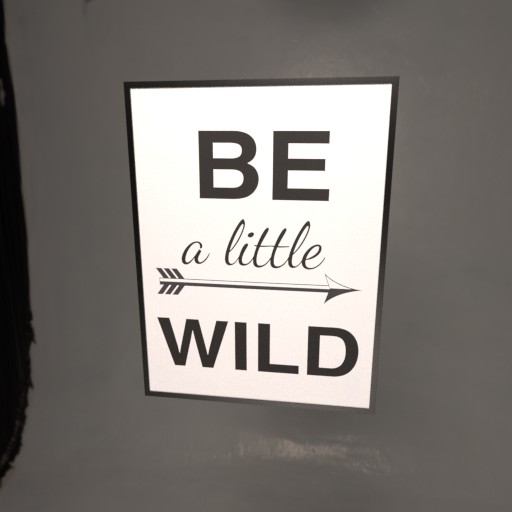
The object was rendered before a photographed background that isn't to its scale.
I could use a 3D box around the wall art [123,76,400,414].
[{"bbox_3d":[0.000,0.000,0.781,0.442,0.582,0.013,2,14,8],"label":"wall art"}]
